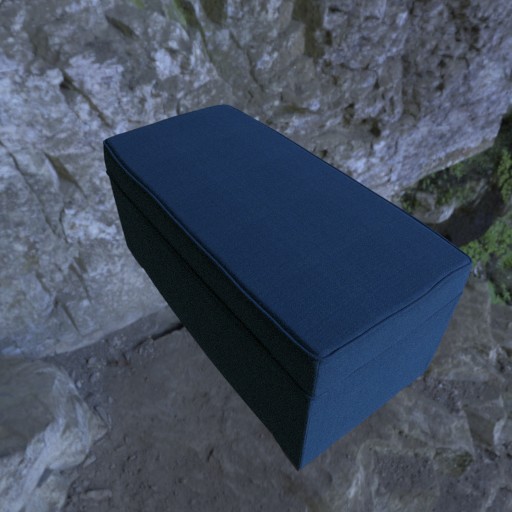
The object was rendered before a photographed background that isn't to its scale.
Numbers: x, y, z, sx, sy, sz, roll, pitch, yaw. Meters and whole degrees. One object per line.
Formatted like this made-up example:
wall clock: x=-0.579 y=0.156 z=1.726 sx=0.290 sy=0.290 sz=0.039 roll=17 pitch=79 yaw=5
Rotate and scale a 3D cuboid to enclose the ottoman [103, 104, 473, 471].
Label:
ottoman: x=0.000 y=0.000 z=1.215 sx=0.474 sy=0.474 sz=0.943 roll=-26 pitch=48 yaw=-26
